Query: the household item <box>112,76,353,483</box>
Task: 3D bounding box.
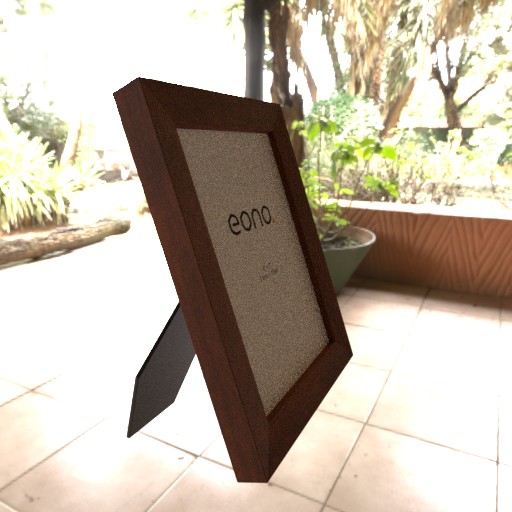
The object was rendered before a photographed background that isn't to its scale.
[{"bbox_3d":[0.000,0.000,0.292,0.096,0.204,0.160,7,16,27],"label":"household item"}]
